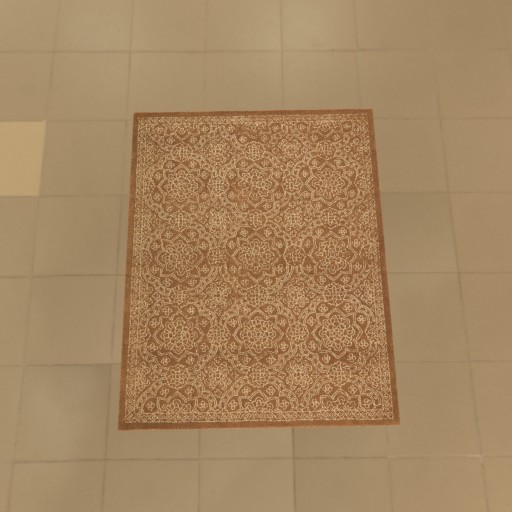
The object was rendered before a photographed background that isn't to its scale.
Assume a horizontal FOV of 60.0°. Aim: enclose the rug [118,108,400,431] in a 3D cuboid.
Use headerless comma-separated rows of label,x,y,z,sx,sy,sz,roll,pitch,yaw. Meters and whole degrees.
rug,0.000,0.000,4.174,2.441,0.015,3.050,-1,77,0
